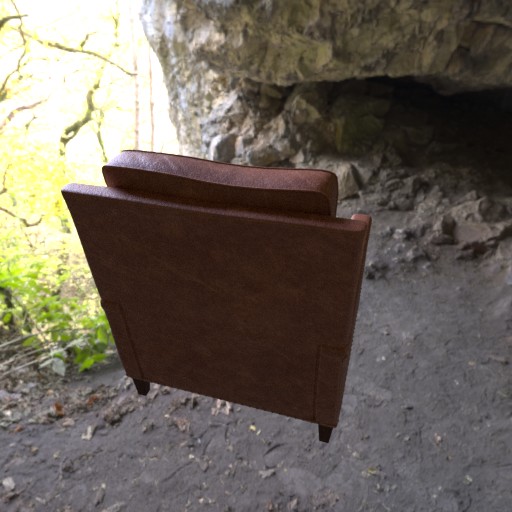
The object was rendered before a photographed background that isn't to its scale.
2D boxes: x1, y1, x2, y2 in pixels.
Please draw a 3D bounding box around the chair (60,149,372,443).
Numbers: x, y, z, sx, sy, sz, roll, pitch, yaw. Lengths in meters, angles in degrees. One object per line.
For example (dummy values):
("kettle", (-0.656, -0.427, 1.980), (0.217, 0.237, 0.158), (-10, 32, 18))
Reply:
("chair", (0.000, 0.000, 1.791), (0.854, 1.054, 1.035), (9, 33, 14))
